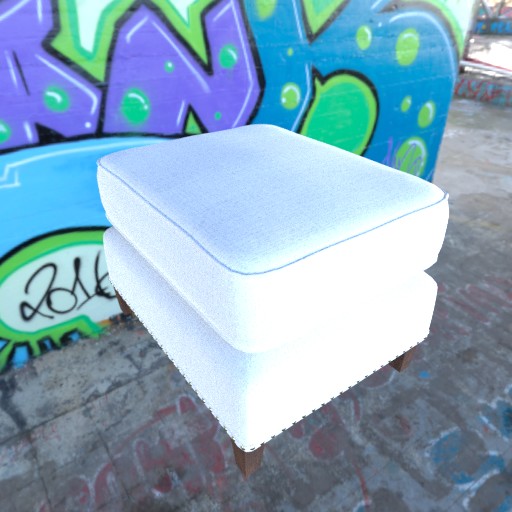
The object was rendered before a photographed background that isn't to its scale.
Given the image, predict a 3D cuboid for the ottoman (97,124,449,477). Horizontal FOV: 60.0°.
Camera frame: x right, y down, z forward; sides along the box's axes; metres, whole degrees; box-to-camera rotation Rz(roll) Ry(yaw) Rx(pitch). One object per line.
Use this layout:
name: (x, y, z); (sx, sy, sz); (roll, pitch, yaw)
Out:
ottoman: (0.000, 0.000, 1.155); (0.589, 0.537, 0.738); (-21, 37, -30)
